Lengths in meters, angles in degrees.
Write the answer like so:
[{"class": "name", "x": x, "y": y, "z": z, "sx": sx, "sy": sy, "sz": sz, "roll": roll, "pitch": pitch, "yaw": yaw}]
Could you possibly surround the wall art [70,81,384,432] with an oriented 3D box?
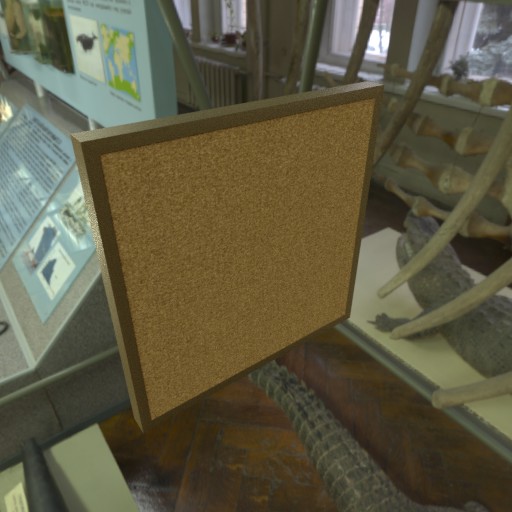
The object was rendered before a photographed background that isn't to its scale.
[{"class": "wall art", "x": 0.000, "y": 0.000, "z": 0.766, "sx": 0.510, "sy": 0.509, "sz": 0.037, "roll": -22, "pitch": 38, "yaw": -30}]
